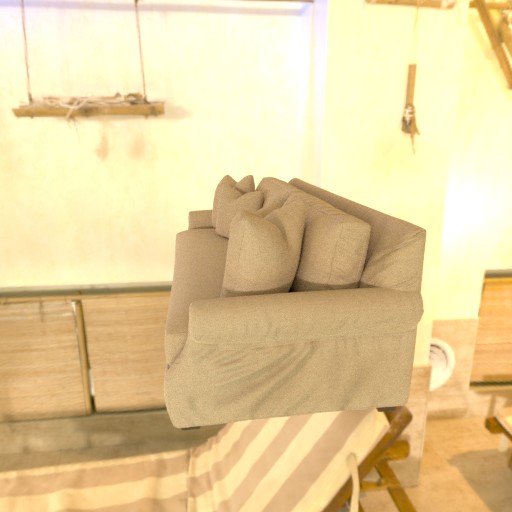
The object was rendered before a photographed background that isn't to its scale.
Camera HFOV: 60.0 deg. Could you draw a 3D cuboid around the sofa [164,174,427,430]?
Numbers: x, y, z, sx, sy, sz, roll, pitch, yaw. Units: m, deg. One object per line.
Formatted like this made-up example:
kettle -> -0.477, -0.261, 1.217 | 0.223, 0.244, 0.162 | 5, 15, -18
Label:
sofa -> 0.000, 0.000, 2.771 | 1.067, 0.904, 2.285 | -2, 15, -8
